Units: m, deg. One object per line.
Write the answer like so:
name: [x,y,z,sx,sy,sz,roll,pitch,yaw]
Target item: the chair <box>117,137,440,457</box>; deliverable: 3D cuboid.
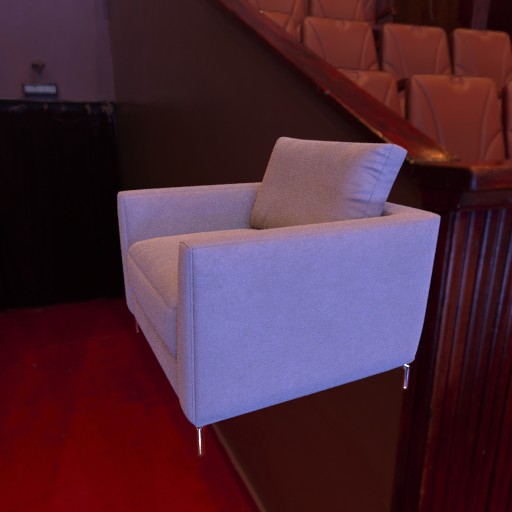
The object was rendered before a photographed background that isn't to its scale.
chair: [0.000,0.000,1.702,0.889,0.864,1.041,-8,18,-25]
